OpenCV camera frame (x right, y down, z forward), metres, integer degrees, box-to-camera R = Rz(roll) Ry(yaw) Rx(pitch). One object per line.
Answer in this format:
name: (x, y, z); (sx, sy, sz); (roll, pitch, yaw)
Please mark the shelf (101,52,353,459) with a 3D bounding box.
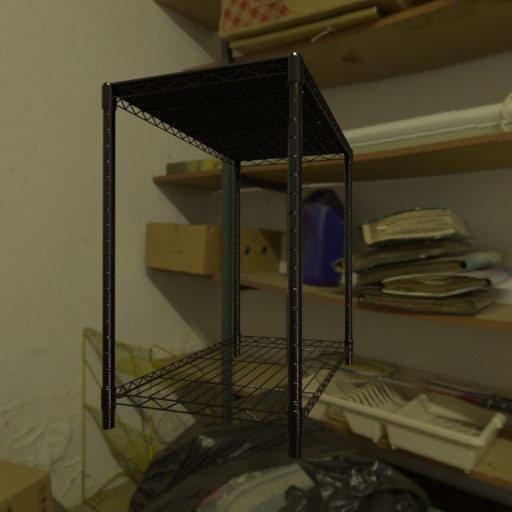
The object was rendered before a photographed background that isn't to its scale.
shelf: (0.000, 0.000, 0.942); (0.338, 0.564, 0.589); (0, 0, 19)
